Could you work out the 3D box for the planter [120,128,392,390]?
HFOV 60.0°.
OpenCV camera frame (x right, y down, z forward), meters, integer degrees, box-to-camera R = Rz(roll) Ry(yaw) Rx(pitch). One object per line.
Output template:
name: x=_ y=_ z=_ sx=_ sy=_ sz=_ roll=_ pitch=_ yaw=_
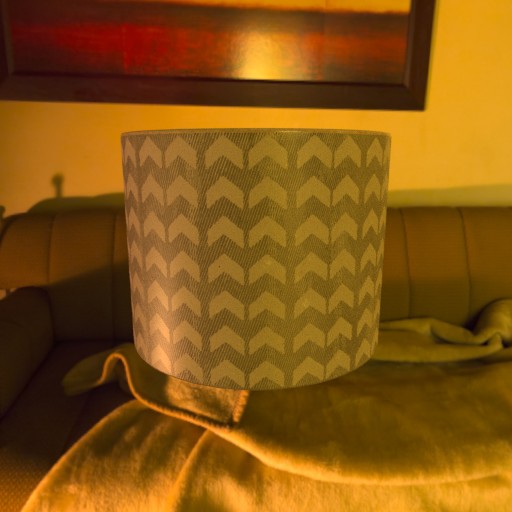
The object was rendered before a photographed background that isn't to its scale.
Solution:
planter: x=0.000 y=0.000 z=0.453 sx=0.250 sy=0.239 sz=0.250 roll=0 pitch=13 yaw=0
